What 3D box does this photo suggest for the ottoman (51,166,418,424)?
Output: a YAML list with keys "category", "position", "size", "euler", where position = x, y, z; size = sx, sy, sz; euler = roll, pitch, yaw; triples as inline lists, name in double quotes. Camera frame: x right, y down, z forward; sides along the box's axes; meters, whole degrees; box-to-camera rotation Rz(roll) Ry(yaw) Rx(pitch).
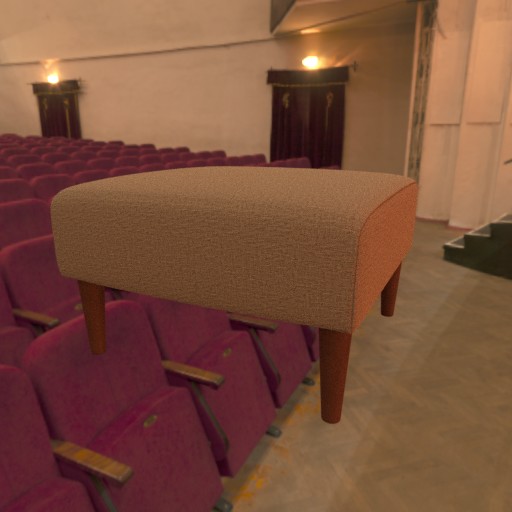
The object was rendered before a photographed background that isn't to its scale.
- category: "ottoman"
  position: [0.000, 0.000, 1.069]
  size: [0.650, 0.398, 0.649]
  euler: [8, 17, 25]
